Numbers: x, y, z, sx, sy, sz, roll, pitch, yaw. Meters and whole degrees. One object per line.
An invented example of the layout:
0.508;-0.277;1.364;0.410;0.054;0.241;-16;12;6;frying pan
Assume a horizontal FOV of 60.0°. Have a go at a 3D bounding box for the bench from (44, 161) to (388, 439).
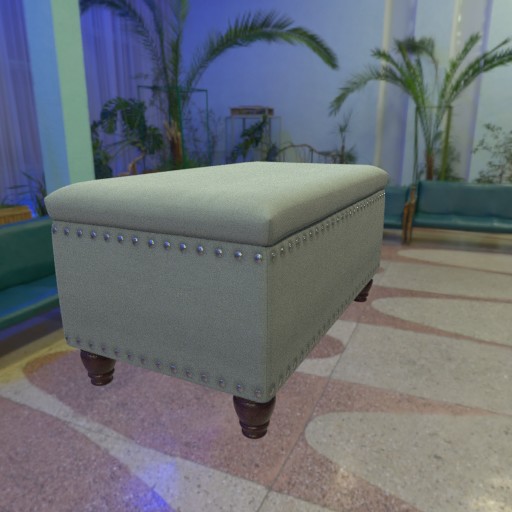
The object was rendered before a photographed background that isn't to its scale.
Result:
0.000;0.000;1.197;0.500;0.449;0.887;8;17;26;bench
